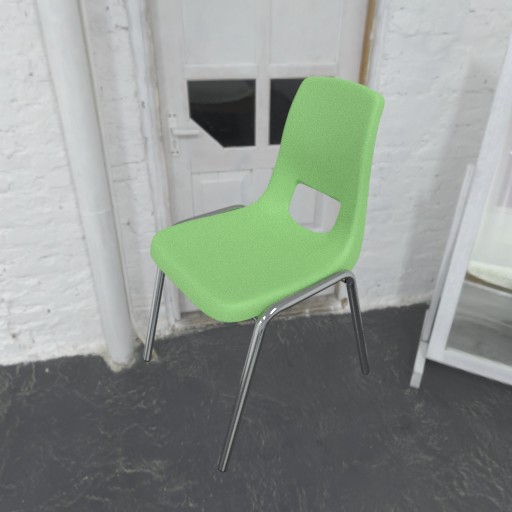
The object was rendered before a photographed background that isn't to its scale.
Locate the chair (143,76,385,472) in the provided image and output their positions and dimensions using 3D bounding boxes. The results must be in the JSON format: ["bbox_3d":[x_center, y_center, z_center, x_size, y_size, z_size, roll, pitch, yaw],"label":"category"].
[{"bbox_3d":[0.000,0.000,0.924,0.436,0.653,0.381,-21,37,-30],"label":"chair"}]
